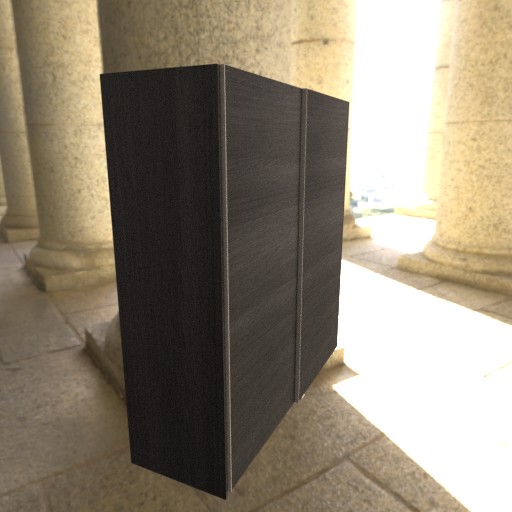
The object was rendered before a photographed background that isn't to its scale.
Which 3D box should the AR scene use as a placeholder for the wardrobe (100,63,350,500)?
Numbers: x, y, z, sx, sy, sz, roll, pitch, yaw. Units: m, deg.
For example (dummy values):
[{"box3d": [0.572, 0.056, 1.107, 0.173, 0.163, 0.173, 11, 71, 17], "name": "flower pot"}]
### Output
[{"box3d": [0.000, 0.000, 2.783, 0.629, 1.960, 1.780, 7, 16, 25], "name": "wardrobe"}]
